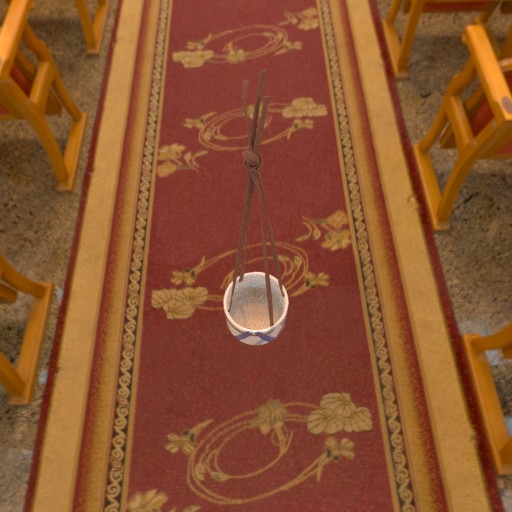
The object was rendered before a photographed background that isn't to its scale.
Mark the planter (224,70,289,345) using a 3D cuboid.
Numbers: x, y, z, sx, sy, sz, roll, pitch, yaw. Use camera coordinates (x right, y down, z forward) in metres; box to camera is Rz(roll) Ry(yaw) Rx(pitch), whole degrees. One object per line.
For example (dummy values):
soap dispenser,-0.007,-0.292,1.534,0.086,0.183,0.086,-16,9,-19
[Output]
planter,0.000,0.000,0.822,0.153,0.753,0.157,-1,64,-1
